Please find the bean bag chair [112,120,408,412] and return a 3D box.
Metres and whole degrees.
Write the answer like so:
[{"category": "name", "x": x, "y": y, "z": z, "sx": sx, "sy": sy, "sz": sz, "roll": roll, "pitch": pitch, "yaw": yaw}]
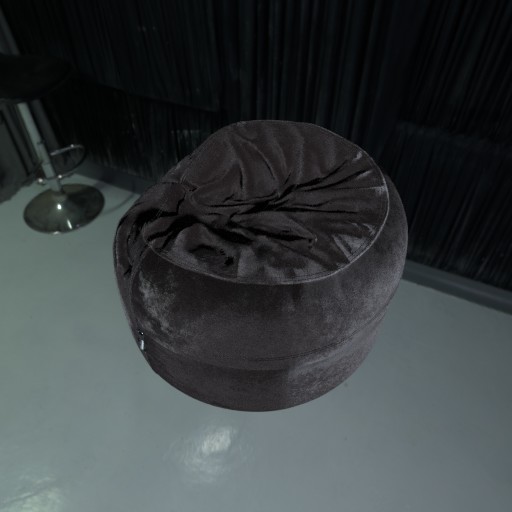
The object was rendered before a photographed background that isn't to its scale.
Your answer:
[{"category": "bean bag chair", "x": 0.000, "y": 0.000, "z": 1.473, "sx": 0.918, "sy": 0.605, "sz": 0.918, "roll": 0, "pitch": 46, "yaw": 0}]
